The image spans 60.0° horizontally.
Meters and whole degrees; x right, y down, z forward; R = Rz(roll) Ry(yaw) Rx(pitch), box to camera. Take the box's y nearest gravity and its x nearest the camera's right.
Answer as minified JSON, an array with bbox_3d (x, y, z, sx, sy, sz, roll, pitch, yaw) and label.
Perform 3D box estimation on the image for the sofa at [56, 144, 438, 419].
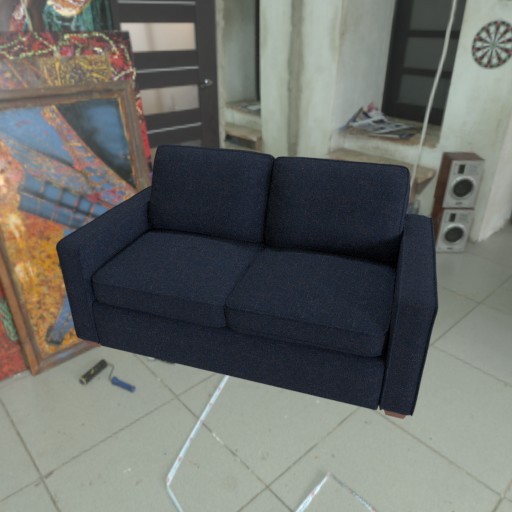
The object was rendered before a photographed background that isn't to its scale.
[{"bbox_3d":[0.000,0.000,2.284,1.709,0.918,0.947,9,29,16],"label":"sofa"}]
